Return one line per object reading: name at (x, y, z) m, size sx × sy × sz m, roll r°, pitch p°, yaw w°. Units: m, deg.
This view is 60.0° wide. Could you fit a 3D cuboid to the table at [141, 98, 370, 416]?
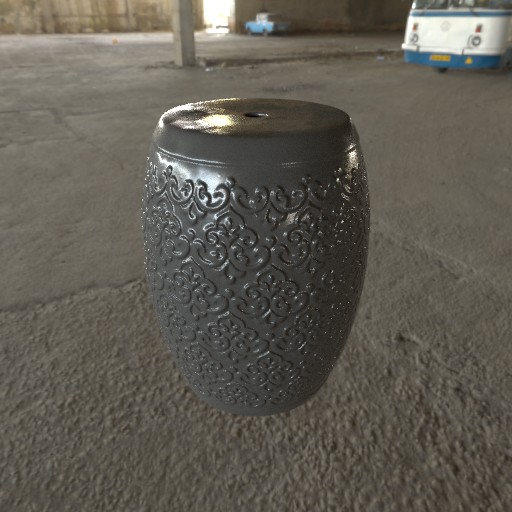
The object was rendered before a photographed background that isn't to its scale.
table at (0.000, 0.000, 0.635) m, size 0.309 × 0.397 × 0.309 m, roll 0°, pitch 29°, yaw 0°
